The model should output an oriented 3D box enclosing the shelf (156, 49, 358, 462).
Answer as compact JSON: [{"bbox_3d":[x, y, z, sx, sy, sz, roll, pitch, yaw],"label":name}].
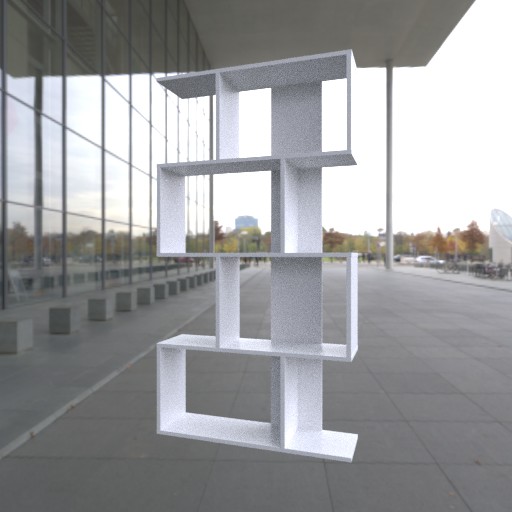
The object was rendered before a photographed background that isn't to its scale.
[{"bbox_3d":[0.000,0.000,2.031,0.890,1.650,0.250,0,0,19],"label":"shelf"}]
